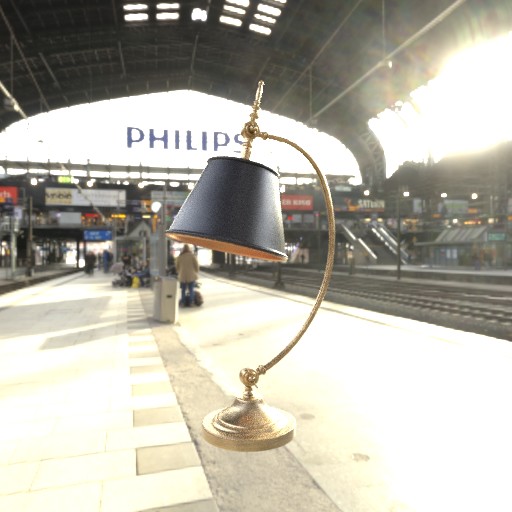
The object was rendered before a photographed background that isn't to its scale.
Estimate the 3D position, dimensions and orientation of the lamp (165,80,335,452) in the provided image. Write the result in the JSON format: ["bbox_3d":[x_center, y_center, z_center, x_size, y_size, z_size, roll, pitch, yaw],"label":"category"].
[{"bbox_3d":[0.000,0.000,0.852,0.344,0.675,0.235,0,0,-19],"label":"lamp"}]
